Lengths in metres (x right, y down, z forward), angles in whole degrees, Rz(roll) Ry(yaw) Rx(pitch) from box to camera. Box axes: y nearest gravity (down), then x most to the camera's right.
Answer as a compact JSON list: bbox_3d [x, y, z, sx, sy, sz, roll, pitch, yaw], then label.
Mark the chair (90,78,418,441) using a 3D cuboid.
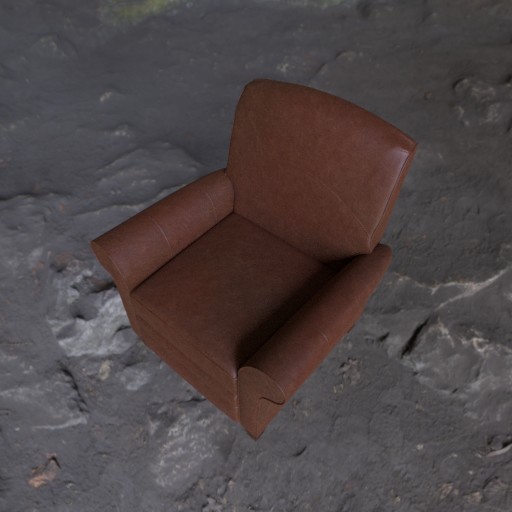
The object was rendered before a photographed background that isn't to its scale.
[{"bbox_3d":[0.000,0.000,1.796,0.978,1.061,0.902,32,54,27],"label":"chair"}]
